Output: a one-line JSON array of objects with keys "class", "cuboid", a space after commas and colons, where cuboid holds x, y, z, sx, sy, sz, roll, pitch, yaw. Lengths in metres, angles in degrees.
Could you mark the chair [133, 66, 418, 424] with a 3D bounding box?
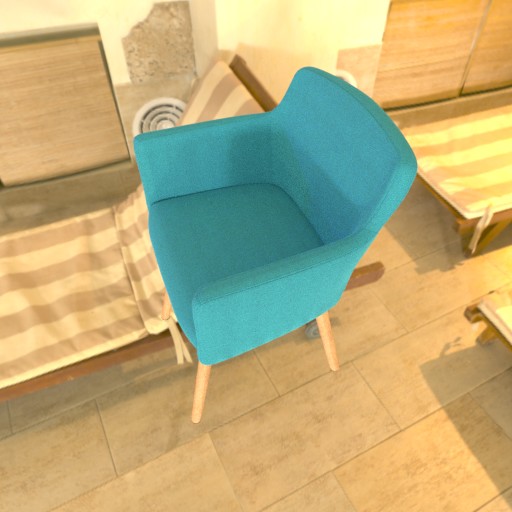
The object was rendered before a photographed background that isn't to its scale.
[{"class": "chair", "cuboid": [0.000, 0.000, 1.154, 0.540, 0.780, 0.570, -16, 49, -14]}]
